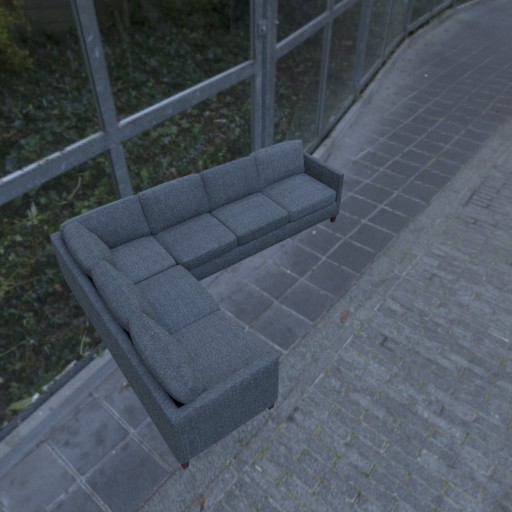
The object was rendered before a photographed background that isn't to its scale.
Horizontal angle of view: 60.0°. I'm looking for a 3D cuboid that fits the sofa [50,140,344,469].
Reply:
[{"bbox_3d":[0.000,0.000,4.553,3.302,0.947,2.593,-26,46,-27],"label":"sofa"}]
